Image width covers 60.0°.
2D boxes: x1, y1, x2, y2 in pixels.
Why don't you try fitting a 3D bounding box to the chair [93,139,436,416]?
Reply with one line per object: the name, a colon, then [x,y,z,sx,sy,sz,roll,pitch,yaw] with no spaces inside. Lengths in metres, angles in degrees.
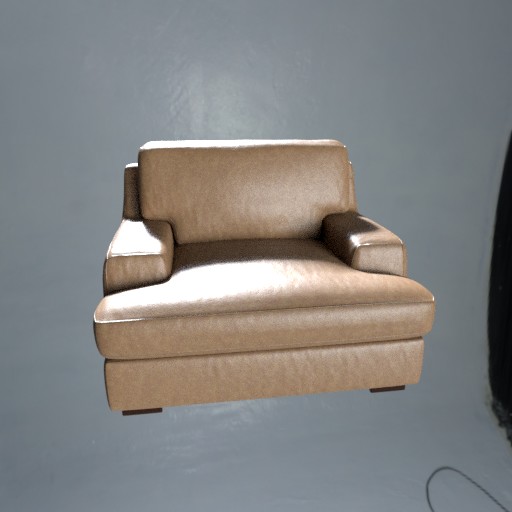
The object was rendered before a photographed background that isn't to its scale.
chair: [0.000,0.000,1.999,1.276,0.978,1.050,-3,18,-8]
